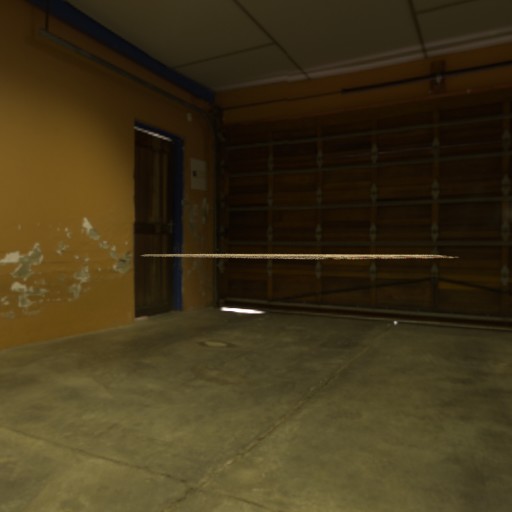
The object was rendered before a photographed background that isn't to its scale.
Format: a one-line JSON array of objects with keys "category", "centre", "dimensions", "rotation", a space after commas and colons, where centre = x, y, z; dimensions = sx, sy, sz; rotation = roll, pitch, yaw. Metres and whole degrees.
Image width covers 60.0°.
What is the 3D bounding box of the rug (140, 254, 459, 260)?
[{"category": "rug", "centre": [0.000, 0.000, 2.768], "dimensions": [1.324, 0.018, 2.378], "rotation": [0, 0, -17]}]
